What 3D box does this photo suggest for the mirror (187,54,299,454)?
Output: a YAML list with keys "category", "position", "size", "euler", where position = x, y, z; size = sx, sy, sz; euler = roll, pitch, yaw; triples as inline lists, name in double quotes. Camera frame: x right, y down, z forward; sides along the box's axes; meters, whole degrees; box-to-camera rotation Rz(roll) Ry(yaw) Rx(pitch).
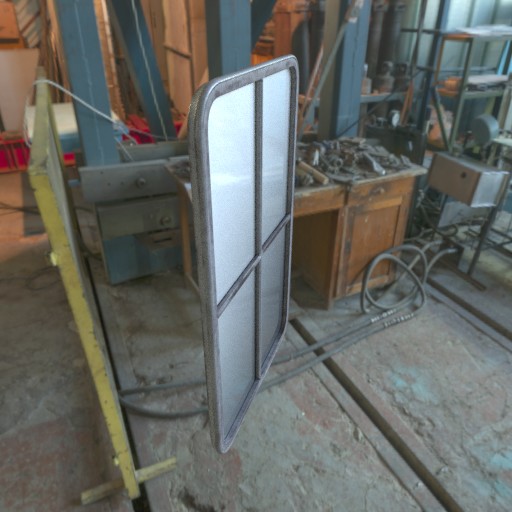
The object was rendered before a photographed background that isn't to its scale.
- category: "mirror"
  position: [0.000, 0.000, 0.890]
  size: [0.024, 0.713, 0.461]
  euler: [10, 31, 18]
